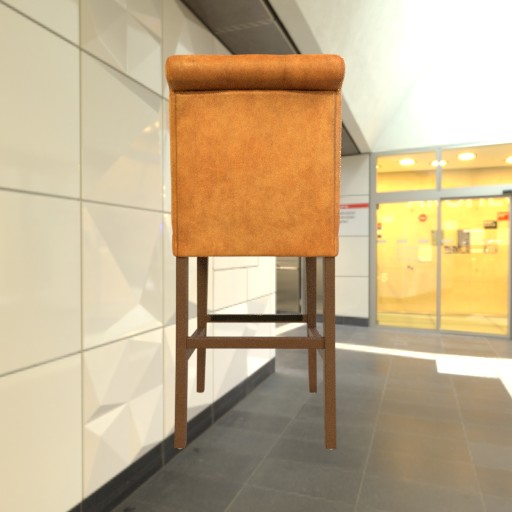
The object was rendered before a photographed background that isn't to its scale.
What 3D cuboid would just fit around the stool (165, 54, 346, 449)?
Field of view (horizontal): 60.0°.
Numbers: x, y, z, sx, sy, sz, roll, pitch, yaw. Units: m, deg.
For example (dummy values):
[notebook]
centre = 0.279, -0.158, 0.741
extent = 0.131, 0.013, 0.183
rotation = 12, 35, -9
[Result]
[stool]
centre = 0.000, 0.000, 1.406
extent = 0.493, 1.047, 0.601
rotation = 0, 1, 1
